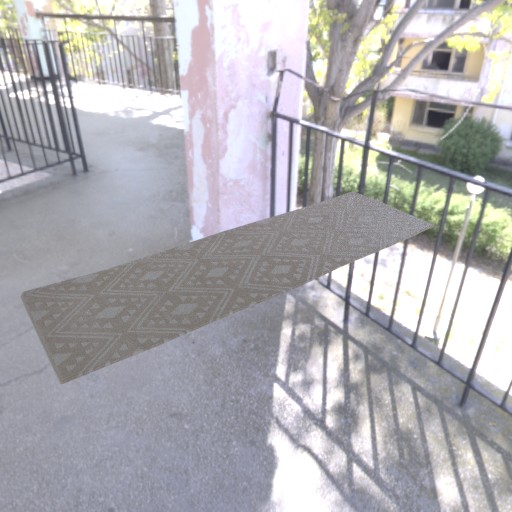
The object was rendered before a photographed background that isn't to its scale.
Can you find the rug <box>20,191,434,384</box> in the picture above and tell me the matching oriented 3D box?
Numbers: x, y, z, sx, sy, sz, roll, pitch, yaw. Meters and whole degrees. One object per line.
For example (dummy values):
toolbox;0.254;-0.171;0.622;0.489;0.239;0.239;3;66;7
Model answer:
rug;0.000;0.000;2.636;2.452;0.051;0.752;-20;36;-31
